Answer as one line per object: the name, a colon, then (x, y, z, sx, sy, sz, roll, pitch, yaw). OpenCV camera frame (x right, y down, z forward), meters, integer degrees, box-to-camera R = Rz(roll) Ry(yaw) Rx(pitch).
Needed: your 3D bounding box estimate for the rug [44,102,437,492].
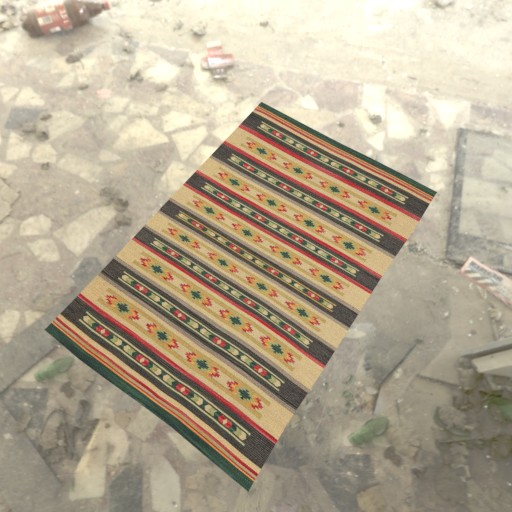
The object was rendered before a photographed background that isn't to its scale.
rug: (0.000, 0.000, 2.914, 1.522, 0.010, 2.311, 32, 67, 15)
